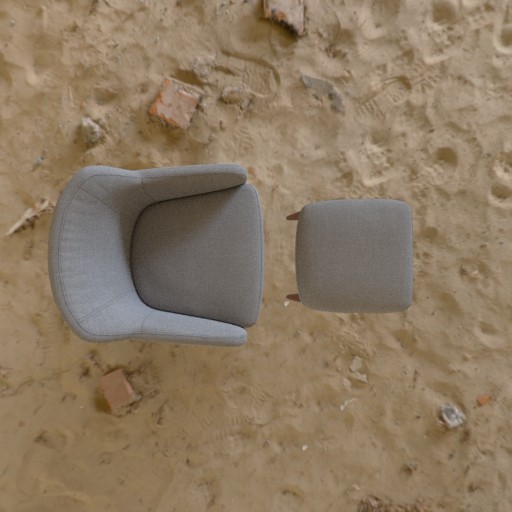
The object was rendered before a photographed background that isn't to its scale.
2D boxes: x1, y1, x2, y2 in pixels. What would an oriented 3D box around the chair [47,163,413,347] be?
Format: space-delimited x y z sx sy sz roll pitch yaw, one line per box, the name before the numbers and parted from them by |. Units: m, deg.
chair | 0.000 0.000 1.561 1.107 0.799 0.584 0 89 1
